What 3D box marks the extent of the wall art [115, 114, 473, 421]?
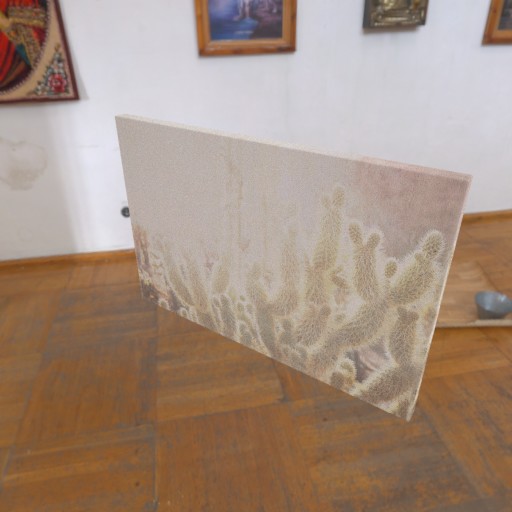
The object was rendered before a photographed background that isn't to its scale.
[{"bbox_3d":[0.000,0.000,1.154,0.916,0.608,0.040,19,34,29],"label":"wall art"}]
